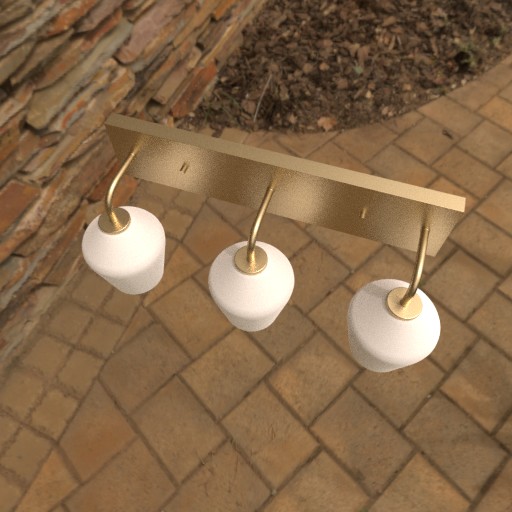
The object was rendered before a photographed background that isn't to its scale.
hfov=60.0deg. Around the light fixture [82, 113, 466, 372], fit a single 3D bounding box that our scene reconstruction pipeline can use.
[{"bbox_3d":[0.000,0.000,0.714,0.609,0.280,0.190,16,60,10],"label":"light fixture"}]
